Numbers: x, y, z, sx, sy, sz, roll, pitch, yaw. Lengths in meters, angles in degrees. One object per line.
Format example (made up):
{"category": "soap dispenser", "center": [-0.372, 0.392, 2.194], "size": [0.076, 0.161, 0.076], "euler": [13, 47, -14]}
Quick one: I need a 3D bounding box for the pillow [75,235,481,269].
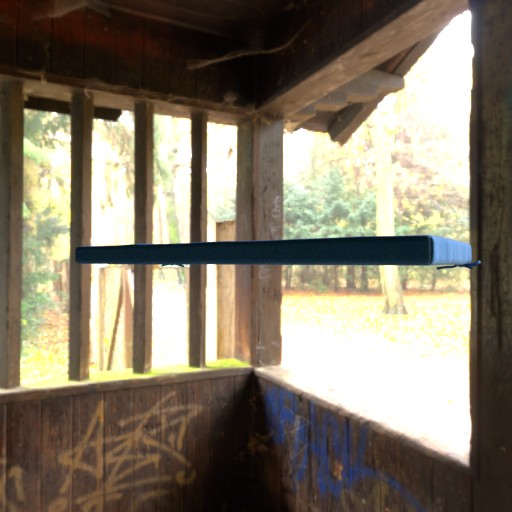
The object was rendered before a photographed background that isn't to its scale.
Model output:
{"category": "pillow", "center": [0.000, 0.000, 1.355], "size": [1.187, 0.081, 0.492], "euler": [-1, -1, 35]}
